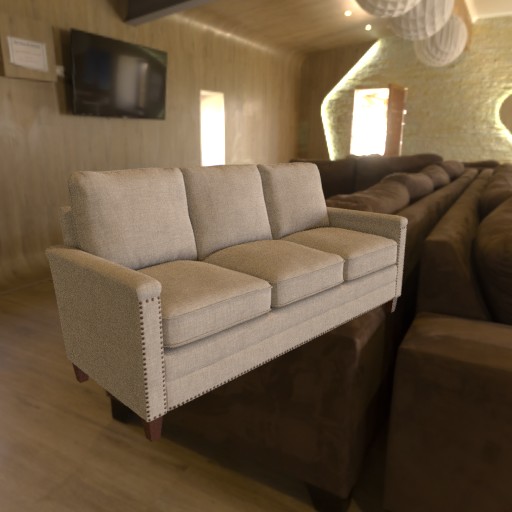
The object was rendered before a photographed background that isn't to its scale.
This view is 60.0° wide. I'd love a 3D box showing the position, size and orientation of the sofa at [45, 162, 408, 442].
[{"bbox_3d":[0.000,0.000,2.413,0.828,0.959,1.925,14,20,43],"label":"sofa"}]
